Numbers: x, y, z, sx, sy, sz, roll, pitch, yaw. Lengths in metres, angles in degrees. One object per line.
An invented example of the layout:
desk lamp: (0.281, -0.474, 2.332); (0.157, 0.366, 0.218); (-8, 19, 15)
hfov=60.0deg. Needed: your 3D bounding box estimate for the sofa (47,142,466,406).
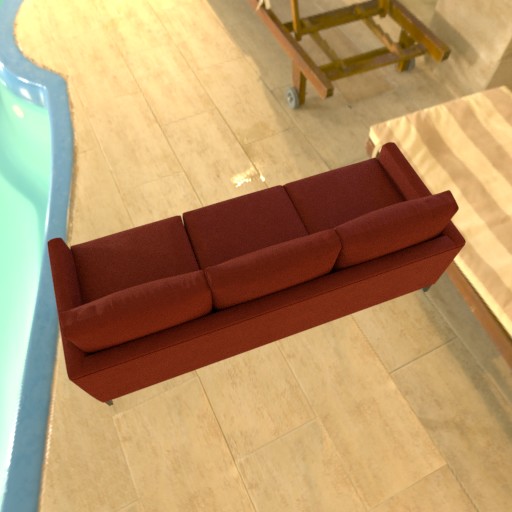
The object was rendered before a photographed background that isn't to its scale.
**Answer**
sofa: (0.000, 0.000, 2.658); (2.252, 0.879, 0.875); (-18, 61, -10)
